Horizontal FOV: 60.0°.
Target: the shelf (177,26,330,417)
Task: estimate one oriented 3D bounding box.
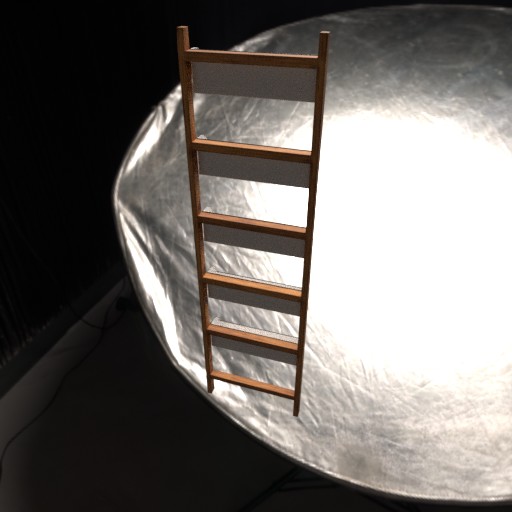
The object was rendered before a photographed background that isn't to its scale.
[{"bbox_3d":[0.000,0.000,1.739,0.454,1.600,0.141,10,34,15],"label":"shelf"}]
